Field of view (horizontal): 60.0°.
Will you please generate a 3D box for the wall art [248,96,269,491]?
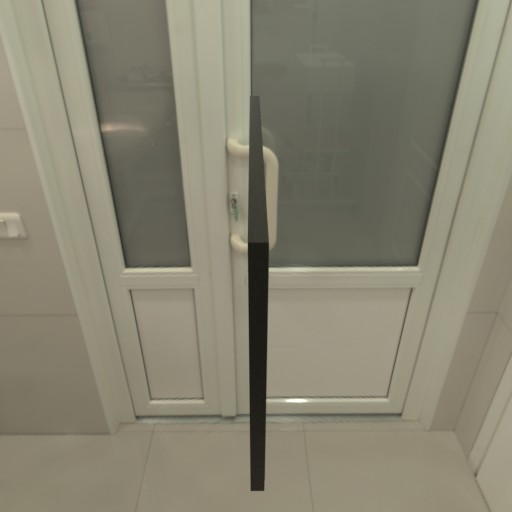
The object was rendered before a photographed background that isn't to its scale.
[{"bbox_3d":[0.000,0.000,0.846,0.022,0.446,0.659,0,32,0],"label":"wall art"}]
